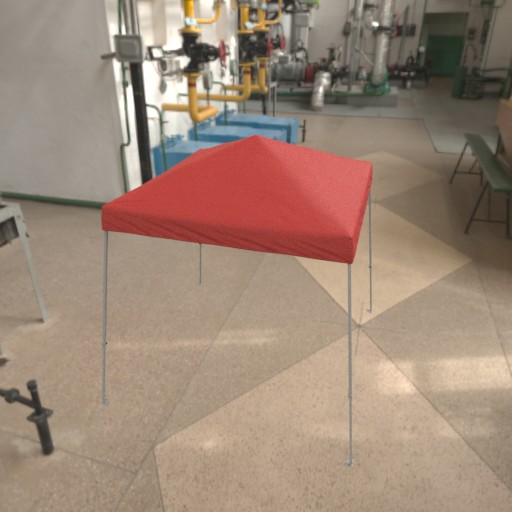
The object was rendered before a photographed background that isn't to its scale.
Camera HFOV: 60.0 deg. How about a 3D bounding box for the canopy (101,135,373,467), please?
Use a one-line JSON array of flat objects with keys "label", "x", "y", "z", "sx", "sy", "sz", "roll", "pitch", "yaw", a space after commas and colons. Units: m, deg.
[{"label": "canopy", "x": 0.000, "y": 0.000, "z": 6.681, "sx": 3.600, "sy": 3.600, "sz": 3.599, "roll": 8, "pitch": 28, "yaw": 15}]
